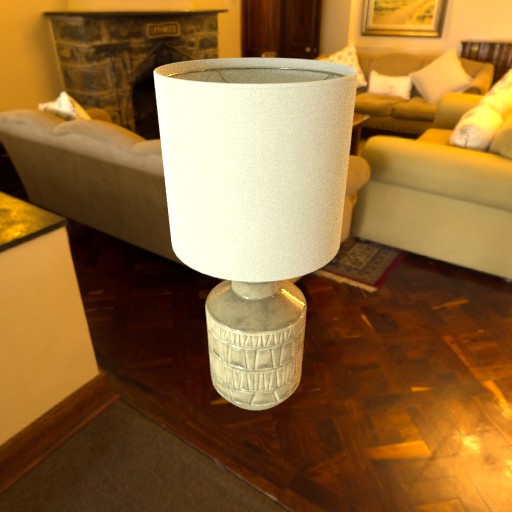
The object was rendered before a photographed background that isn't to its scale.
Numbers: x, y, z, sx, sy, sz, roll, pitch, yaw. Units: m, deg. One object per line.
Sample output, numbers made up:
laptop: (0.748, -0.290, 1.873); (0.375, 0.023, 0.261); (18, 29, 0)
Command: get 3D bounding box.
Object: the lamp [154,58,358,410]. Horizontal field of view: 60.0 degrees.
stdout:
lamp: (0.000, 0.000, 0.579); (0.211, 0.455, 0.211); (-7, 30, -13)
